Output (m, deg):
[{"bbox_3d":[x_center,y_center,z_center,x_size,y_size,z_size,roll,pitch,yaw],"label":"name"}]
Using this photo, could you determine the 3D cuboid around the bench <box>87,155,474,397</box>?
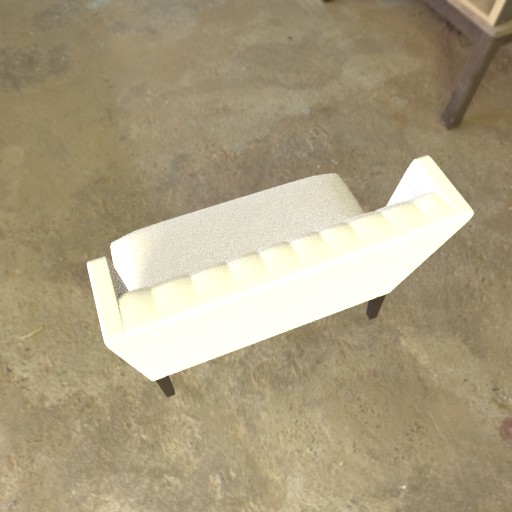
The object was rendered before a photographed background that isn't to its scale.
[{"bbox_3d":[0.000,0.000,2.045,1.280,1.123,0.847,-19,61,-11],"label":"bench"}]
